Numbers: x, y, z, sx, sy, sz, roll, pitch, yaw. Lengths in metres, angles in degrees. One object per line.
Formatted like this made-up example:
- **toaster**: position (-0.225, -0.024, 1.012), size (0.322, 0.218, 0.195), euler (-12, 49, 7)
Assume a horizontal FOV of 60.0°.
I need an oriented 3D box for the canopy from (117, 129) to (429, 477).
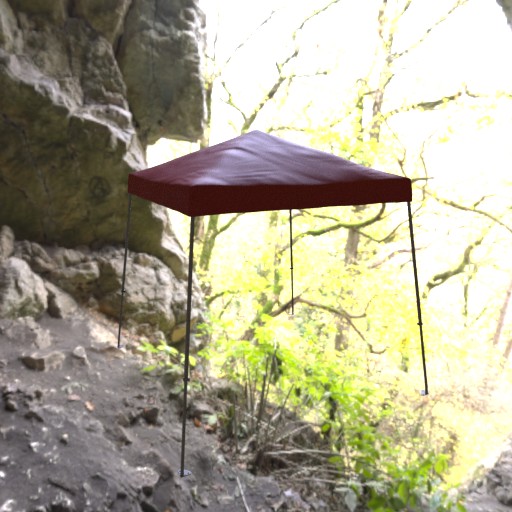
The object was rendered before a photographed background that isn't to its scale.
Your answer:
- **canopy**: position (0.000, 0.000, 5.186), size (2.848, 2.849, 2.849), euler (-7, 15, -26)
